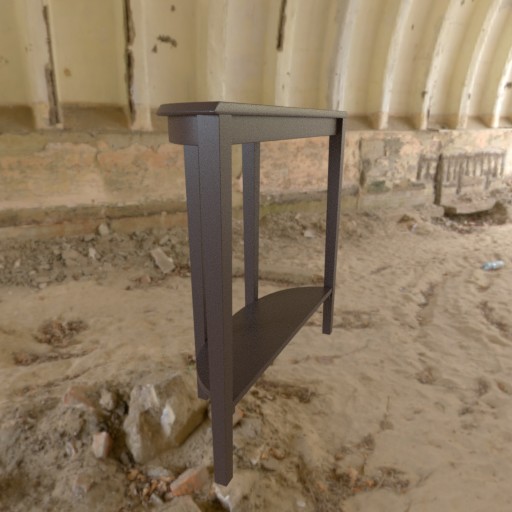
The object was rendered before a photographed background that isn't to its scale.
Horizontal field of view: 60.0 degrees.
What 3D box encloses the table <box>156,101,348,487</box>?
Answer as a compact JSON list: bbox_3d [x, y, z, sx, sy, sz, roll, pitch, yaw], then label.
[{"bbox_3d":[0.000,0.000,1.317,0.274,0.831,0.909,8,19,24],"label":"table"}]
